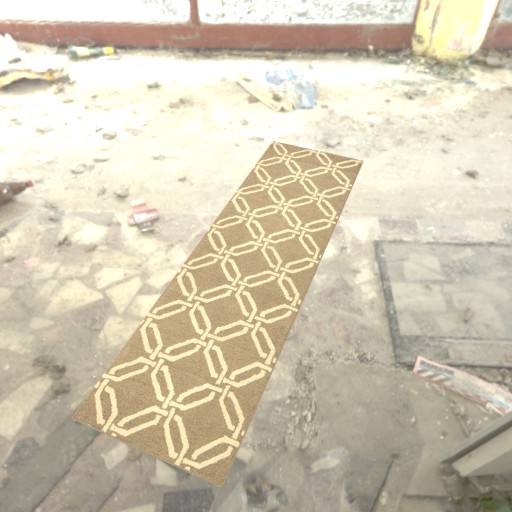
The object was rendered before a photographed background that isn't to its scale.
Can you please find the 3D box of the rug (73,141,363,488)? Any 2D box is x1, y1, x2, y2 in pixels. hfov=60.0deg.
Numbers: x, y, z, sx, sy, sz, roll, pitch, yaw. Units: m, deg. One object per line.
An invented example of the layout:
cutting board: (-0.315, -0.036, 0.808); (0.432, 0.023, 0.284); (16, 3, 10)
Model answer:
rug: (0.000, 0.000, 2.442); (0.678, 0.014, 2.276); (17, 48, 16)
